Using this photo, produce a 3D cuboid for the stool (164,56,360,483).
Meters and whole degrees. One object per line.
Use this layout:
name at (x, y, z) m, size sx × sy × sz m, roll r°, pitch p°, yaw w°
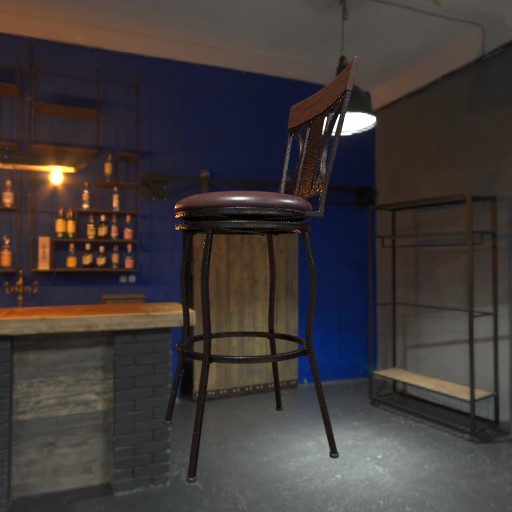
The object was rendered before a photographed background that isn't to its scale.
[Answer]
stool at (0.000, 0.000, 1.387) m, size 0.513 × 1.130 × 0.448 m, roll 0°, pitch 0°, yaw -19°
